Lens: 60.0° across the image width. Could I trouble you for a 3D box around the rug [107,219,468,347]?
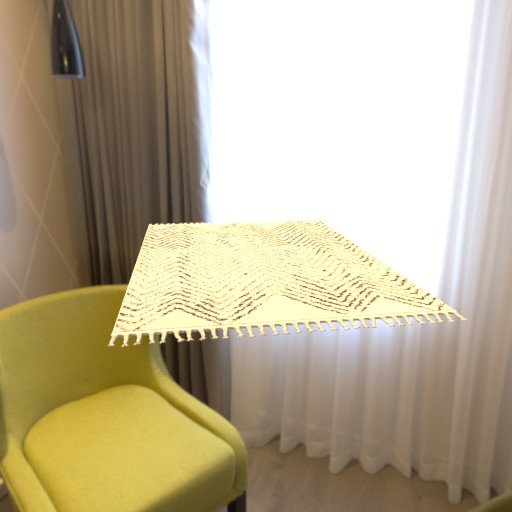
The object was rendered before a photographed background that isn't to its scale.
[{"bbox_3d":[0.000,0.000,2.328,1.230,0.014,1.847,-3,16,-9],"label":"rug"}]
